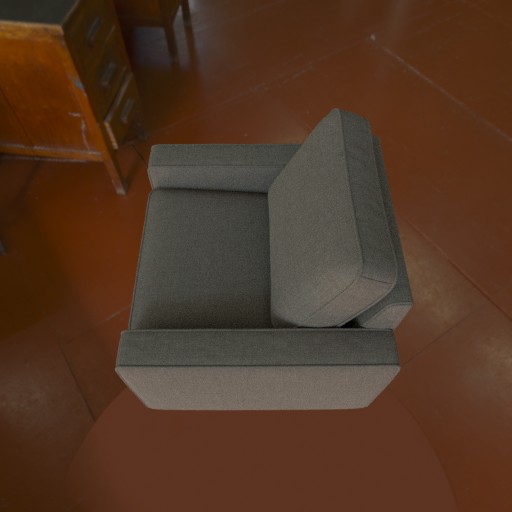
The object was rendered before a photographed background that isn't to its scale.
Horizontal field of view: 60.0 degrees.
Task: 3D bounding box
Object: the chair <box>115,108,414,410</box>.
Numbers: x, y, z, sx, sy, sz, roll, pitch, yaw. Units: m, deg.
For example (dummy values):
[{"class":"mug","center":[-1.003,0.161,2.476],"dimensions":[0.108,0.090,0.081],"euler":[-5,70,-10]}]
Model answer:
[{"class":"chair","center":[0.000,0.000,1.755],"dimensions":[0.940,0.919,1.017],"euler":[0,58,0]}]
